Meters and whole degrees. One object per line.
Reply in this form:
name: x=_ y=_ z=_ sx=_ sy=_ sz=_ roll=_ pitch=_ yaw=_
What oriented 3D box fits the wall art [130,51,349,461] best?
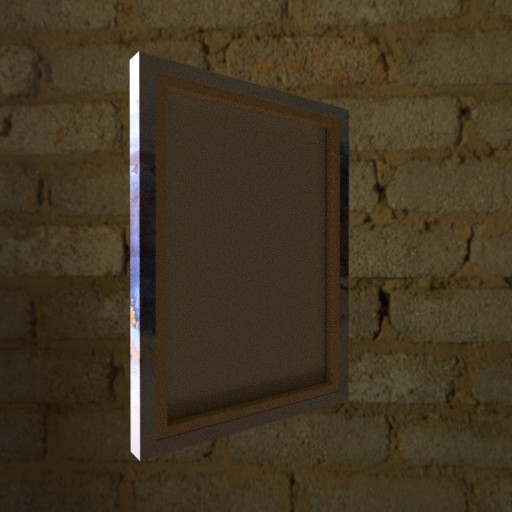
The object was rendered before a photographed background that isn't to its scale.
wall art: x=0.000 y=0.000 z=0.772 sx=0.437 sy=0.581 sz=0.036 roll=0 pitch=1 yaw=-37
